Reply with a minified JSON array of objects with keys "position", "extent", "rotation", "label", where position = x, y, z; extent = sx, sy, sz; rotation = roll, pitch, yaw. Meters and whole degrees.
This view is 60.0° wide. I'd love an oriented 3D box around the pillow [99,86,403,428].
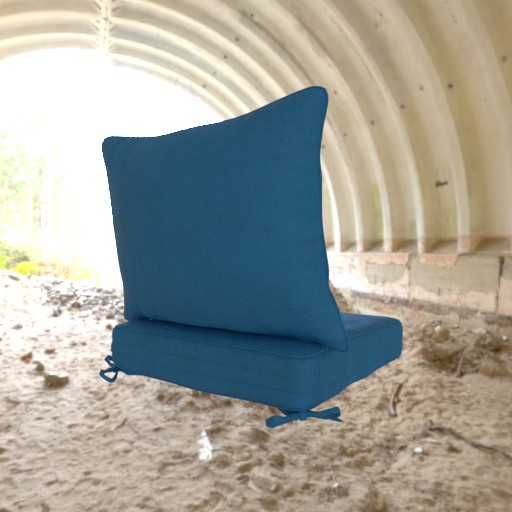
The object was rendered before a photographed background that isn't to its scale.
[{"position":[0.000,0.000,1.367],"extent":[0.798,0.725,0.733],"rotation":[0,1,36],"label":"pillow"}]
